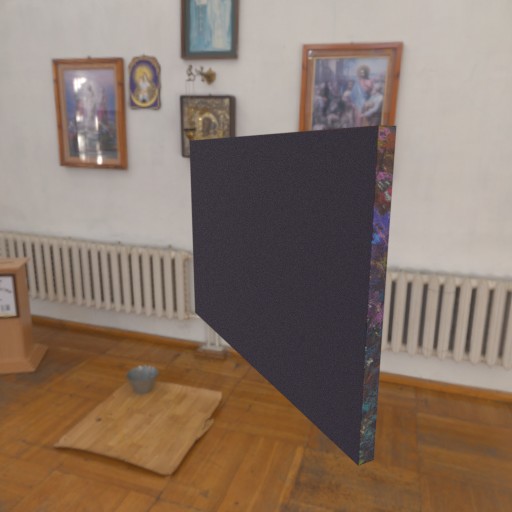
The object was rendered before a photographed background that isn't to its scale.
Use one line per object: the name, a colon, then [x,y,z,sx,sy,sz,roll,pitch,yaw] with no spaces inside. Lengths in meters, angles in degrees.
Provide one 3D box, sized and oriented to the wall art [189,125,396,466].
wall art: [0.000,0.000,1.153,0.037,0.604,0.908,-6,14,-26]
